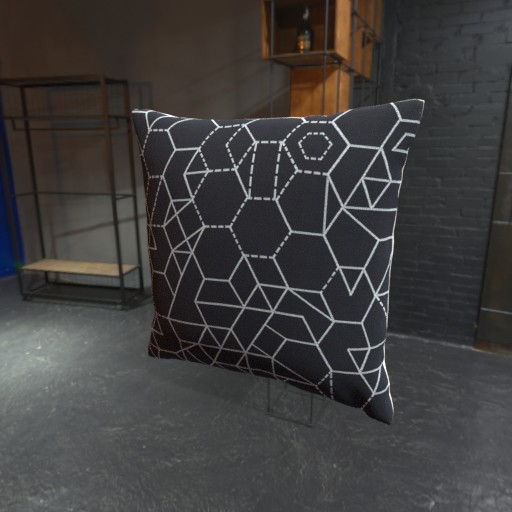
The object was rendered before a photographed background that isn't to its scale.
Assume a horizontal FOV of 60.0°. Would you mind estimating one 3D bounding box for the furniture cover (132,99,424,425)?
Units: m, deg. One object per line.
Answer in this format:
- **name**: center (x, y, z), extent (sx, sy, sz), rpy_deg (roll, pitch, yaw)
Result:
- **furniture cover**: center (0.000, 0.000, 0.782), extent (0.517, 0.508, 0.158), rpy_deg (7, 16, 26)
